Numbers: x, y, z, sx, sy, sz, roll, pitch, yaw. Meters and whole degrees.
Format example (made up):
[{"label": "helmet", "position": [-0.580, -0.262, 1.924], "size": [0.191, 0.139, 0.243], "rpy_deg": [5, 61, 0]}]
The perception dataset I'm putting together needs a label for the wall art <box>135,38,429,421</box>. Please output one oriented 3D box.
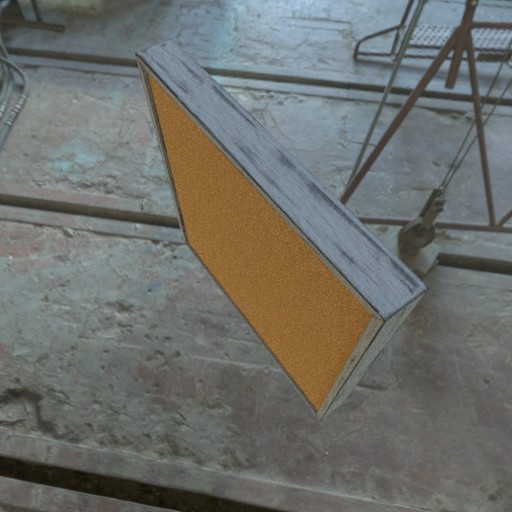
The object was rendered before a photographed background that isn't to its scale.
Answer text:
[{"label": "wall art", "position": [0.000, 0.000, 0.453], "size": [0.036, 0.303, 0.303], "rpy_deg": [-32, 64, -17]}]
